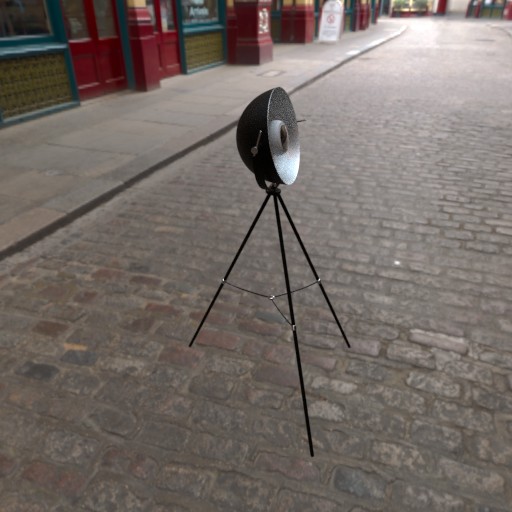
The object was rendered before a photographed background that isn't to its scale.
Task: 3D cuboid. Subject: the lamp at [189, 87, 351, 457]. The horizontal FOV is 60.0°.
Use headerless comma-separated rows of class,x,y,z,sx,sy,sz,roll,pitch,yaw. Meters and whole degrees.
lamp,0.000,0.000,2.099,0.920,1.512,0.817,10,31,17
